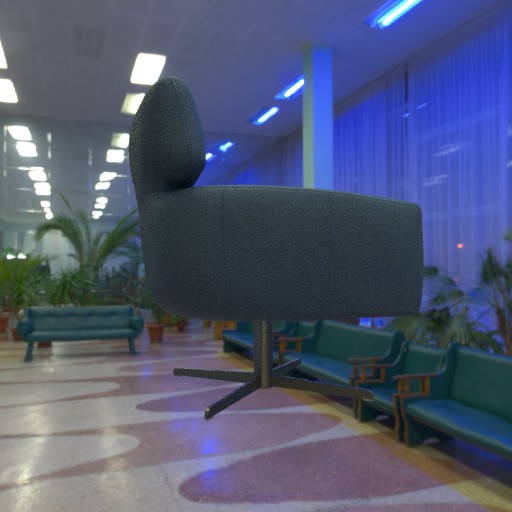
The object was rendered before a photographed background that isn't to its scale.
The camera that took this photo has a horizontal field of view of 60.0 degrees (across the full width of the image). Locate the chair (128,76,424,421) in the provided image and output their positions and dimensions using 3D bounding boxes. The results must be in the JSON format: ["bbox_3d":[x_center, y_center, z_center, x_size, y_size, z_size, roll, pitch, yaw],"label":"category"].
[{"bbox_3d":[0.000,0.000,1.376,0.761,0.813,0.738,1,-2,-20],"label":"chair"}]
